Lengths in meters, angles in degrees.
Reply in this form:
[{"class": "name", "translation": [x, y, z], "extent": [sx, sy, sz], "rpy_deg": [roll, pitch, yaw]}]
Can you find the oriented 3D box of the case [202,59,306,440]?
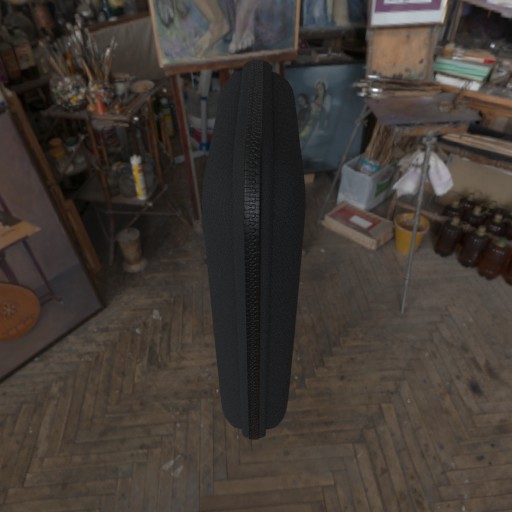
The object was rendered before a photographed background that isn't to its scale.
[{"class": "case", "translation": [0.000, 0.000, 0.191], "extent": [0.030, 0.147, 0.107], "rpy_deg": [1, 42, 1]}]
